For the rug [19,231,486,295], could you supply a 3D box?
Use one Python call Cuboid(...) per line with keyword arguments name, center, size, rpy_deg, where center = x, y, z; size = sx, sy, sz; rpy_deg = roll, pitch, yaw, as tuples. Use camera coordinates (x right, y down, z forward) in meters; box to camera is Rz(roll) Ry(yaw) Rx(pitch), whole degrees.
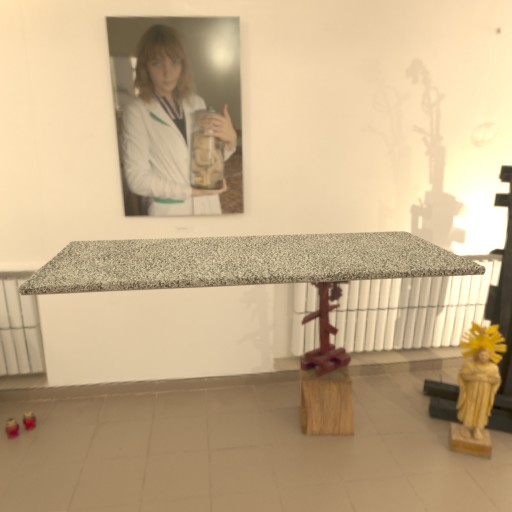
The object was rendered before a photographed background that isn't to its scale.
Cuboid(name="rug", center=(0.000, 0.000, 1.715), size=(1.524, 0.030, 0.609), rpy_deg=(-2, 15, -8))
